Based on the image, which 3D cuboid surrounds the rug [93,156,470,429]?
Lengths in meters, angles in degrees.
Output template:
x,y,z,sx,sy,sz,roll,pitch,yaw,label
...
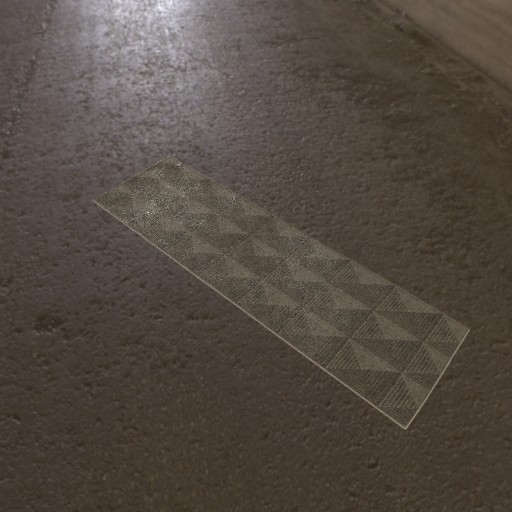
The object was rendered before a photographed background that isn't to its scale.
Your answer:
x,y,z,sx,sy,sz,roll,pitch,yaw,label
0.000,0.000,2.442,2.182,0.015,0.645,33,55,27,rug
